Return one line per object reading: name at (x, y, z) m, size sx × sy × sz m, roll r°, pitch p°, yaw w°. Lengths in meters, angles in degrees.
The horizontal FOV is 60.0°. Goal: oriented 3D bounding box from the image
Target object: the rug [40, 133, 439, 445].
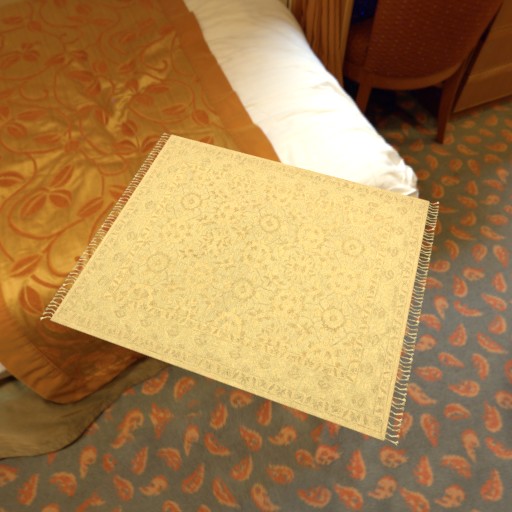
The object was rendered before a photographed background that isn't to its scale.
rug at (0.000, 0.000, 4.097) m, size 3.043 × 0.013 × 2.444 m, roll 17°, pitch 59°, yaw 10°
